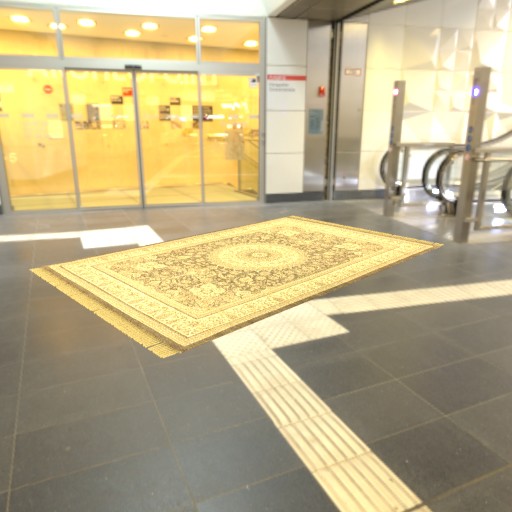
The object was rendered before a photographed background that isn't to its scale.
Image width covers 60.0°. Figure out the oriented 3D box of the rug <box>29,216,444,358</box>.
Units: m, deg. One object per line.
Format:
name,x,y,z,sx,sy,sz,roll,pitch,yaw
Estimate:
rug,0.000,0.000,4.240,3.422,0.015,2.143,-15,22,-42
